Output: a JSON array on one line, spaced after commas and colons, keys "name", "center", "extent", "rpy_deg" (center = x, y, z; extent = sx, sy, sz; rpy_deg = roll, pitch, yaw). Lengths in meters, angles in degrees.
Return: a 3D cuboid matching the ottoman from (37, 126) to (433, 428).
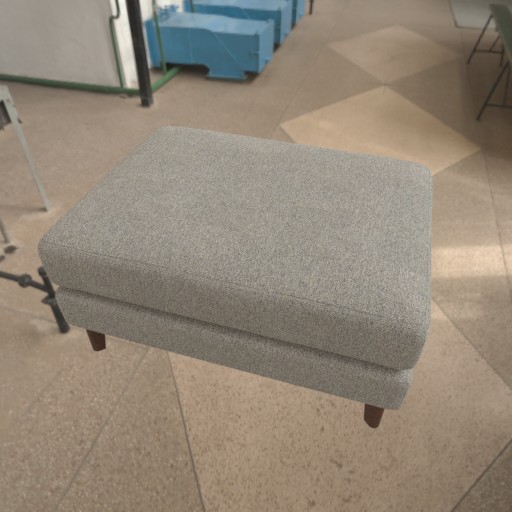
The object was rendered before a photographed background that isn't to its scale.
[{"name": "ottoman", "center": [0.000, 0.000, 1.177], "extent": [0.821, 0.441, 0.611], "rpy_deg": [12, 43, 13]}]
